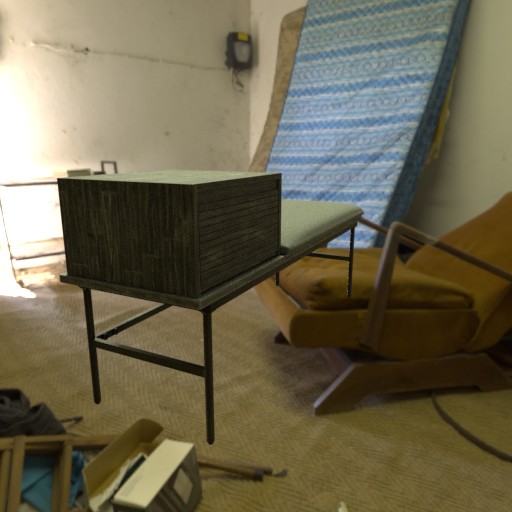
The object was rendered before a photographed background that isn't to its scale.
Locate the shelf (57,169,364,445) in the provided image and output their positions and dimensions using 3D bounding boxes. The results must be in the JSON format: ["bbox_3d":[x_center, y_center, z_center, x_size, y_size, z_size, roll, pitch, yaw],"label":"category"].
[{"bbox_3d":[0.000,0.000,1.623,0.457,0.633,1.342,7,16,26],"label":"shelf"}]
